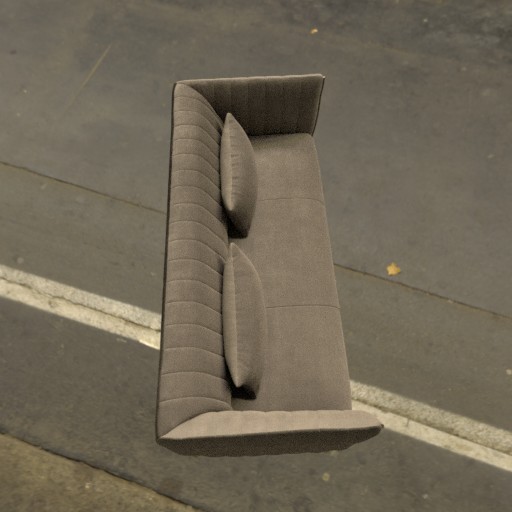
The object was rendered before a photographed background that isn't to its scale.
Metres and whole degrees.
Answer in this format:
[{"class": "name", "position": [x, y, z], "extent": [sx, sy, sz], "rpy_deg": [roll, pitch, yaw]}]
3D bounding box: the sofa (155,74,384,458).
[{"class": "sofa", "position": [0.000, 0.000, 2.411], "extent": [0.876, 0.780, 1.980], "rpy_deg": [-2, 63, -1]}]
